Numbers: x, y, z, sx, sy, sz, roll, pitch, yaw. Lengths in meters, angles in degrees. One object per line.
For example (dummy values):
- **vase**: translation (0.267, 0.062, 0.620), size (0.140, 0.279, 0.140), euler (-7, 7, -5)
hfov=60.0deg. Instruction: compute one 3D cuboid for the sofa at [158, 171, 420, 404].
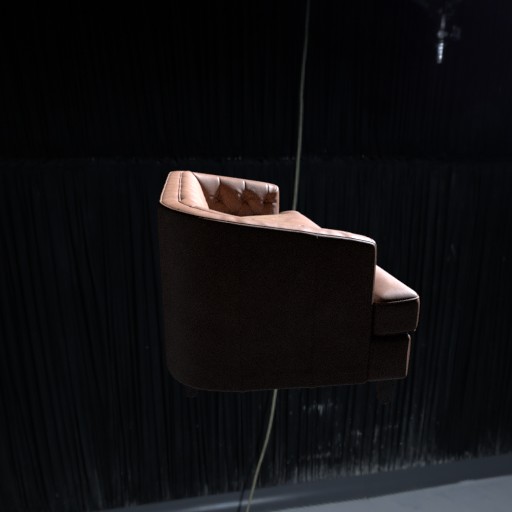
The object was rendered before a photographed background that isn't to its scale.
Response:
- **sofa**: translation (0.000, 0.000, 2.329), size (0.914, 0.786, 1.755), euler (-2, 16, -9)
